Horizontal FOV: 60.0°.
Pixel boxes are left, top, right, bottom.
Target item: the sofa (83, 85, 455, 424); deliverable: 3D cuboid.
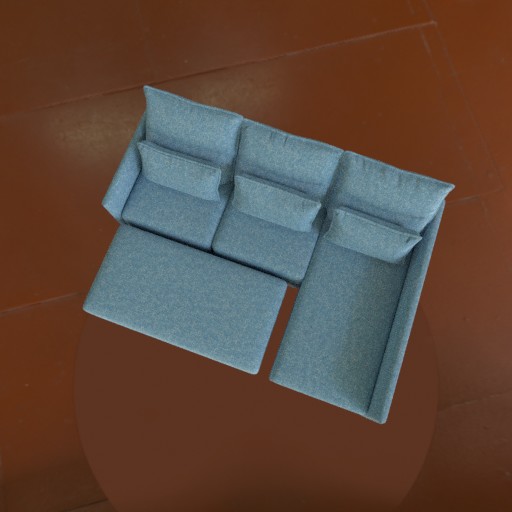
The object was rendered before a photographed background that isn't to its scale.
[{"bbox_3d":[0.000,0.000,2.859,2.034,0.899,1.420,19,77,5],"label":"sofa"}]
